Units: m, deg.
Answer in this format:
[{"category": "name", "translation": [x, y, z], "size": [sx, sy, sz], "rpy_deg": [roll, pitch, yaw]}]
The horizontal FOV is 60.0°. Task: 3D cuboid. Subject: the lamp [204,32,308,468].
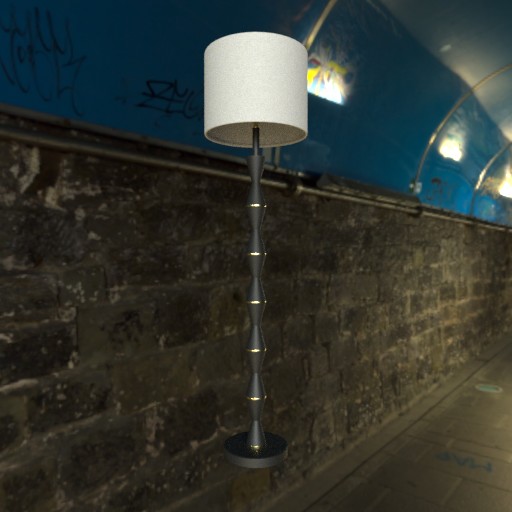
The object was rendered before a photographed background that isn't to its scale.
[{"category": "lamp", "translation": [0.000, 0.000, 1.658], "size": [0.381, 1.480, 0.381], "rpy_deg": [-1, 1, -35]}]
